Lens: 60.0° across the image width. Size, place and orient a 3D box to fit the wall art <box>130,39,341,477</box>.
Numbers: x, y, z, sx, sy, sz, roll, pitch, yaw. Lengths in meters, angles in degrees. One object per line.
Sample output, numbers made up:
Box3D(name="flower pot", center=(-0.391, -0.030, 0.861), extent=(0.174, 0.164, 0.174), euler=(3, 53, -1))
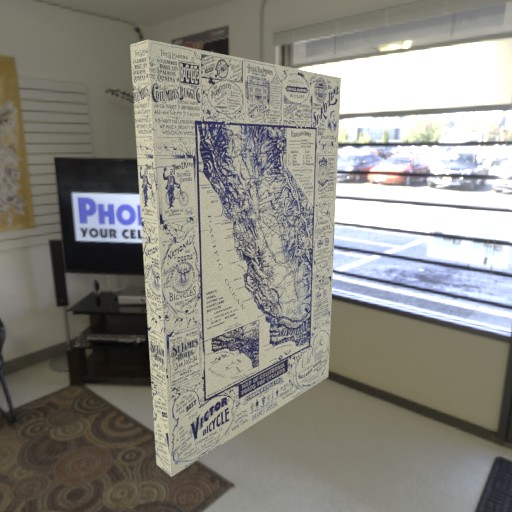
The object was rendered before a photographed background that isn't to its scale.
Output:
Box3D(name="wall art", center=(0.000, 0.000, 0.746), extent=(0.040, 0.601, 0.408), euler=(13, 19, 42))
